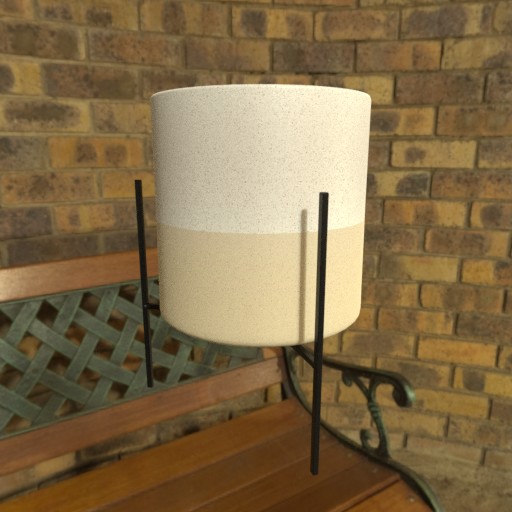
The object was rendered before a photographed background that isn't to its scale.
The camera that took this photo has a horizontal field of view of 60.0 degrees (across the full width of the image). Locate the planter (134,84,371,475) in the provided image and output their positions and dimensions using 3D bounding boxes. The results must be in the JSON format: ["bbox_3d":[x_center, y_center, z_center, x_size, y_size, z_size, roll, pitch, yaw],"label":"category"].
[{"bbox_3d":[0.000,0.000,0.545,0.263,0.362,0.267,7,15,26],"label":"planter"}]
